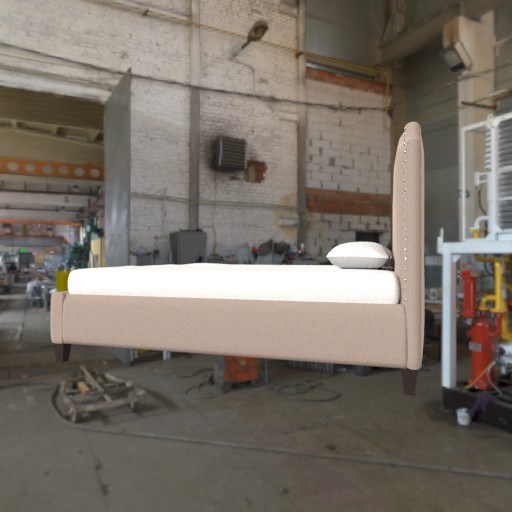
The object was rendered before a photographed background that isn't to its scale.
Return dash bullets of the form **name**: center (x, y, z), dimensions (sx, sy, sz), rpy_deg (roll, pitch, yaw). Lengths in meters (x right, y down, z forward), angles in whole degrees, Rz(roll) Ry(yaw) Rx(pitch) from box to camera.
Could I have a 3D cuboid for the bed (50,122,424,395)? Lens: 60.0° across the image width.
- **bed**: center (0.000, 0.000, 3.406), dimensions (2.372, 1.443, 1.713), rpy_deg (0, 0, 18)
